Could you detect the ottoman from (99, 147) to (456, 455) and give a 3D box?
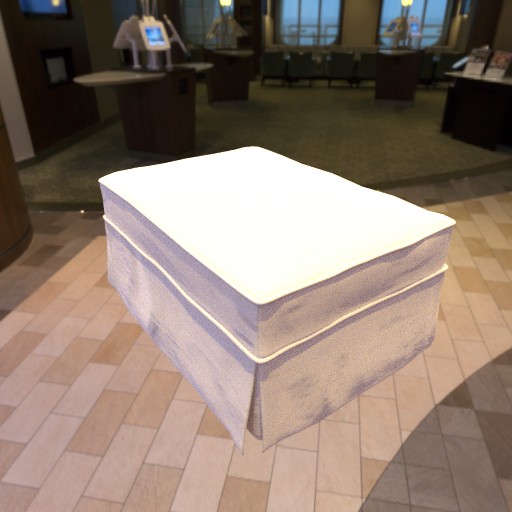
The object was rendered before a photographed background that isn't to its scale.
[{"bbox_3d":[0.000,0.000,1.377,0.703,0.479,0.944,-19,34,-31],"label":"ottoman"}]
